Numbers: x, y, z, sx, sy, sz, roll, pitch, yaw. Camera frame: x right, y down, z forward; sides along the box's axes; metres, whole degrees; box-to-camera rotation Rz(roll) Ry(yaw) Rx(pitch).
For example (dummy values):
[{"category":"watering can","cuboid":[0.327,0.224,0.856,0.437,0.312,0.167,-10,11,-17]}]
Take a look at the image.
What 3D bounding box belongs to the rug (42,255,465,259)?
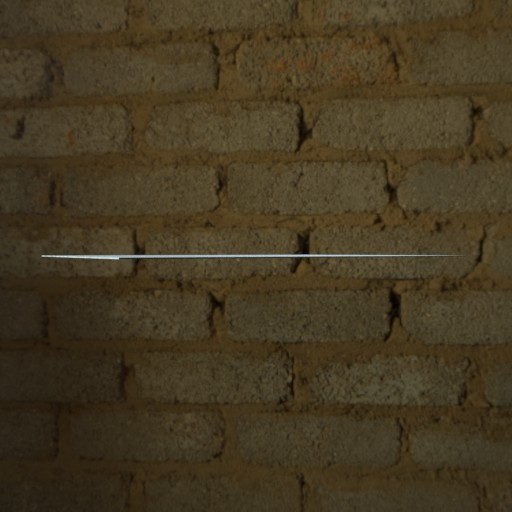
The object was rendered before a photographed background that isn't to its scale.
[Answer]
[{"category":"rug","cuboid":[0.000,0.000,2.877,2.286,0.006,1.522,0,0,-35]}]
